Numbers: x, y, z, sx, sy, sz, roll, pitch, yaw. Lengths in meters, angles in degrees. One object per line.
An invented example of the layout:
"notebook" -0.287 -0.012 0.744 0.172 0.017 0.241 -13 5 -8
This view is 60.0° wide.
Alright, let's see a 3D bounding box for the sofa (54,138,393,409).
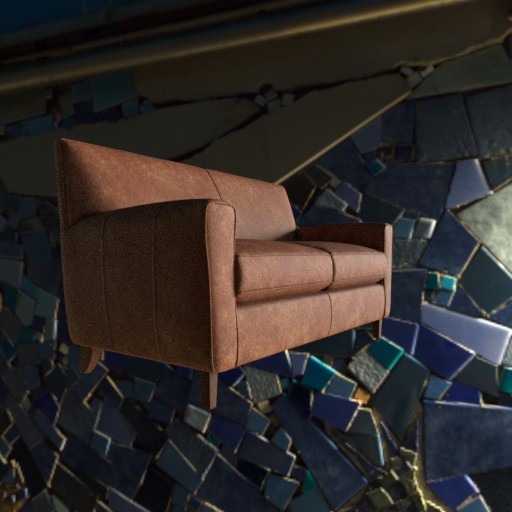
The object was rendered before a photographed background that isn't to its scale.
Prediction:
"sofa" 0.000 0.000 2.002 0.787 0.871 1.473 0 1 37
